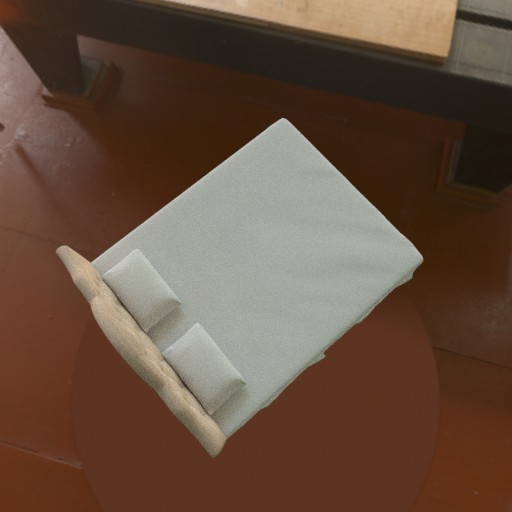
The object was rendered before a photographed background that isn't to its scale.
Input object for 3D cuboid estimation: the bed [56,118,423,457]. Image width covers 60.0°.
[{"bbox_3d":[0.000,0.000,3.023,1.970,1.194,1.667,-39,78,-10],"label":"bed"}]
